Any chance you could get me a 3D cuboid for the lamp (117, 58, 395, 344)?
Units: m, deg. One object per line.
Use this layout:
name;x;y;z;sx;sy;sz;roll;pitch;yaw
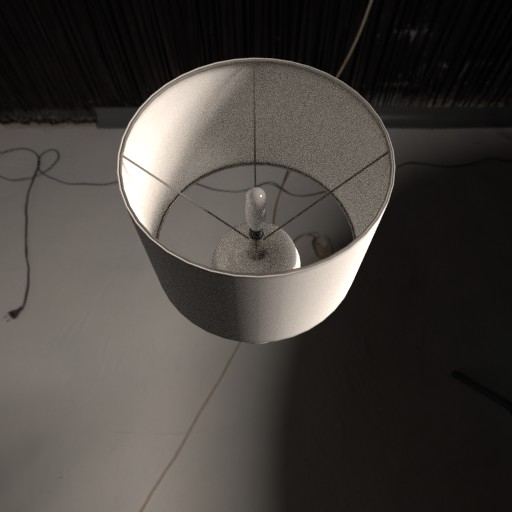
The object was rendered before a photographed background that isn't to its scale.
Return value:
lamp;0.000;0.000;0.714;0.310;0.502;0.310;0;63;0
